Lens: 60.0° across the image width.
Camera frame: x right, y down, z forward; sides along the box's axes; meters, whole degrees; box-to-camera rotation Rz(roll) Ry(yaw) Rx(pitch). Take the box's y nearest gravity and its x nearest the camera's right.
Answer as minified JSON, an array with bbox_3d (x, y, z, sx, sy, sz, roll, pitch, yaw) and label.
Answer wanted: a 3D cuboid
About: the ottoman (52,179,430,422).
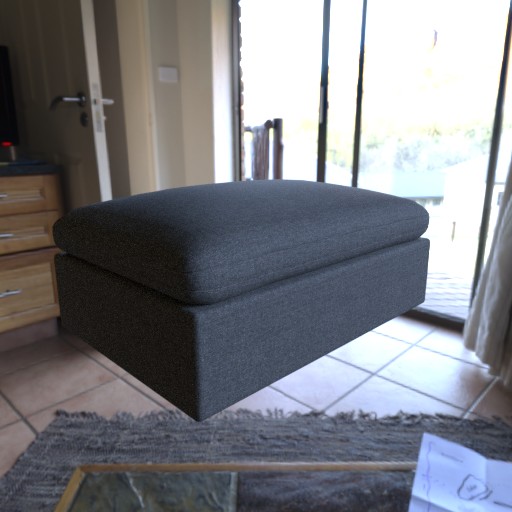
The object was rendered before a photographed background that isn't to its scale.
[{"bbox_3d":[0.000,0.000,1.452,1.041,0.483,0.711,-14,20,-43],"label":"ottoman"}]
